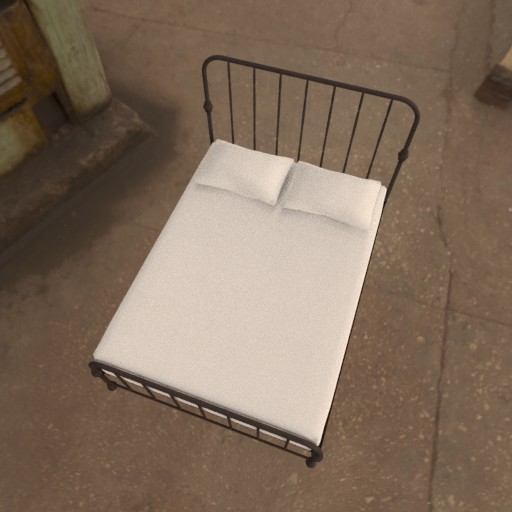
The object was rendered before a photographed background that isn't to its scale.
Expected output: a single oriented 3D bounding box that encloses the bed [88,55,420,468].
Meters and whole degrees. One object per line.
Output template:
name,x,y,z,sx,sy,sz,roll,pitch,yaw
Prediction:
bed,0.000,0.000,3.070,1.616,1.446,2.134,17,60,10
